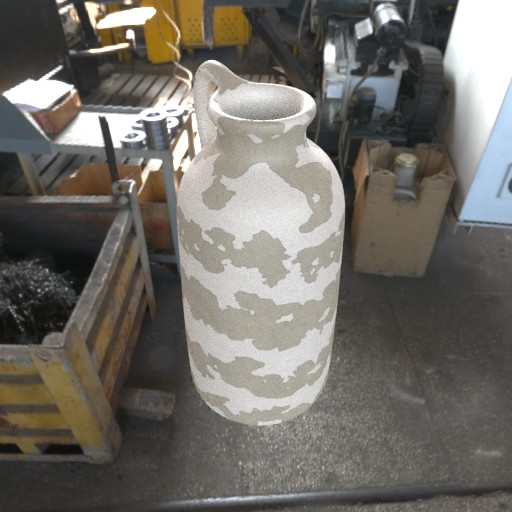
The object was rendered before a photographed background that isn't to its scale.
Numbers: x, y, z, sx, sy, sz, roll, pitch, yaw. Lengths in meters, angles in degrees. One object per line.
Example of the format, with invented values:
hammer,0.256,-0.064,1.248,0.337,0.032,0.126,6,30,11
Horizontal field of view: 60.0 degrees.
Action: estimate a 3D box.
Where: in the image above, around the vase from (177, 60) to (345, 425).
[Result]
vase,0.000,0.000,0.492,0.186,0.382,0.203,-26,47,-27
